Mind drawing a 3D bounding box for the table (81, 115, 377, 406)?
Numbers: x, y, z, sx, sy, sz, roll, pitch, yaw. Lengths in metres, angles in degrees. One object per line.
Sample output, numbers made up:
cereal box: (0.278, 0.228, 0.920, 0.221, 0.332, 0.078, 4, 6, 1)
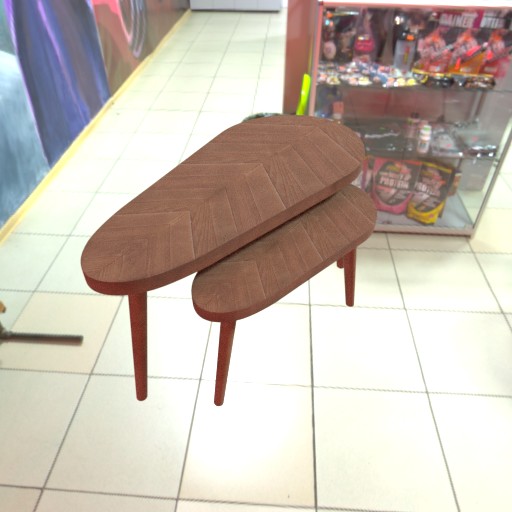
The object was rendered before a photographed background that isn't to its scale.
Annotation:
table: (0.000, 0.000, 1.620, 0.701, 0.595, 1.190, 26, 46, 27)
